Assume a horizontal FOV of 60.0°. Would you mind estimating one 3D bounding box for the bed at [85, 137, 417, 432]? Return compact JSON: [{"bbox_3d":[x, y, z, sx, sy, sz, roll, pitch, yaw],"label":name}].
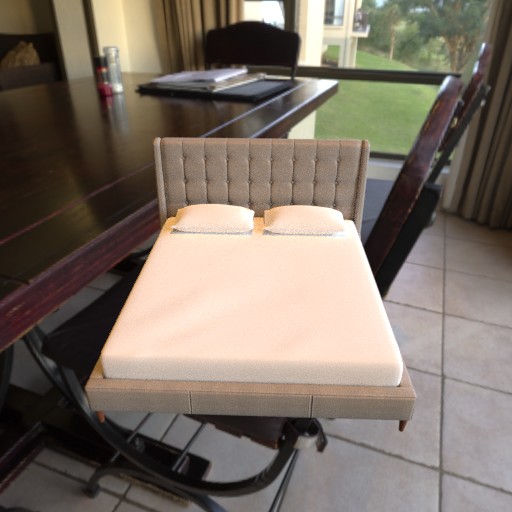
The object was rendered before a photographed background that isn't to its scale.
[{"bbox_3d":[0.000,0.000,3.579,2.062,1.289,2.342,1,30,2],"label":"bed"}]
